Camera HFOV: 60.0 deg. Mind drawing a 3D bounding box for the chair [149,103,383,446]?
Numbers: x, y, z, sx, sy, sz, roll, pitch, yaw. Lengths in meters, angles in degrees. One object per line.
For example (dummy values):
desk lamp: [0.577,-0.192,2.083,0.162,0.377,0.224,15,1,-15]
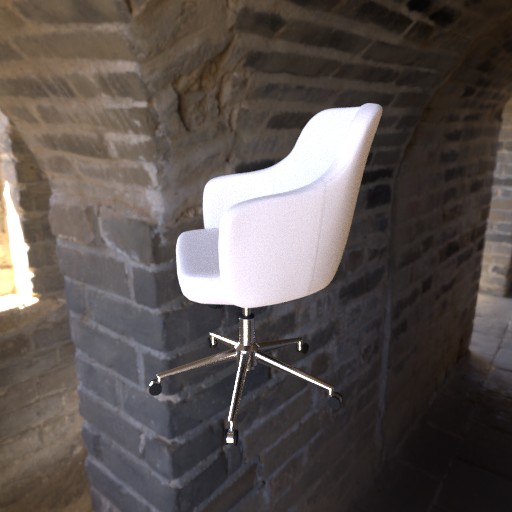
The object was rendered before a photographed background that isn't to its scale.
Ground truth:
chair: [0.000,0.000,1.269,0.647,0.819,0.602,-3,16,-10]
